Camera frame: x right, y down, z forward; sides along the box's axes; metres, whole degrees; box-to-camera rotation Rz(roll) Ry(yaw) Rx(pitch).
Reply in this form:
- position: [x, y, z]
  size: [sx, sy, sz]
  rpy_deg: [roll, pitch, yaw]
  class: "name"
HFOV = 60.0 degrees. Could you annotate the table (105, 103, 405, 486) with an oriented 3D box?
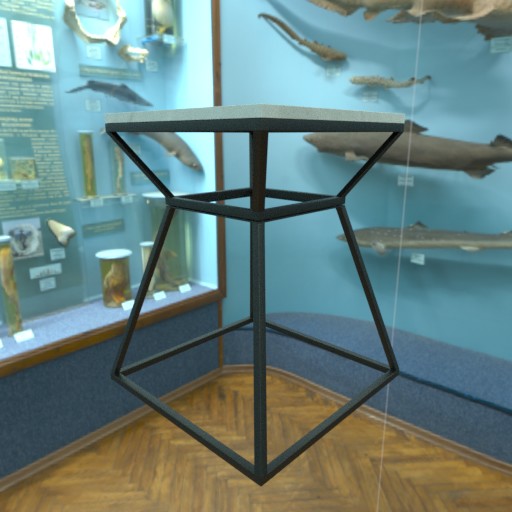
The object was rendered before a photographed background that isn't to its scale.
- position: [0.000, 0.000, 0.914]
  size: [0.455, 0.559, 0.455]
  rpy_deg: [14, 21, 42]
  class: "table"
